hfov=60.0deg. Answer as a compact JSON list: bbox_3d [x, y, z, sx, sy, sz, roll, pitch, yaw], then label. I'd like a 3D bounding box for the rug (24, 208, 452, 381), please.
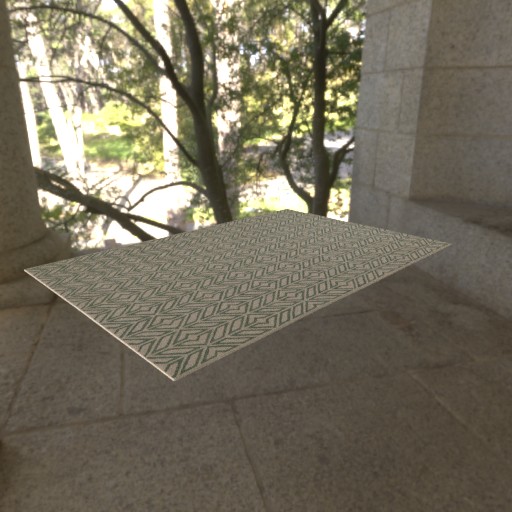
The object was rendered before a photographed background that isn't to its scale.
[{"bbox_3d":[0.000,0.000,2.253,1.828,0.007,1.220,-18,26,-41],"label":"rug"}]
